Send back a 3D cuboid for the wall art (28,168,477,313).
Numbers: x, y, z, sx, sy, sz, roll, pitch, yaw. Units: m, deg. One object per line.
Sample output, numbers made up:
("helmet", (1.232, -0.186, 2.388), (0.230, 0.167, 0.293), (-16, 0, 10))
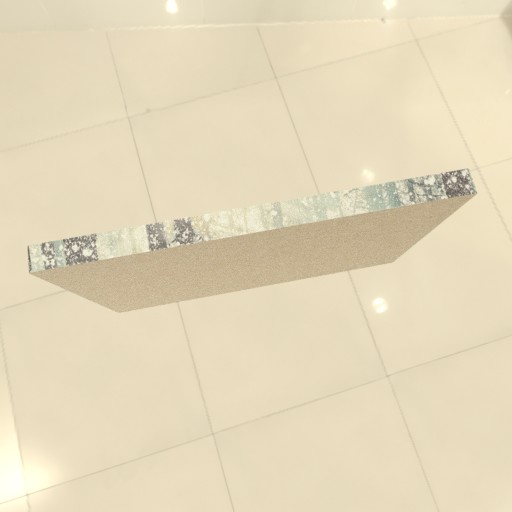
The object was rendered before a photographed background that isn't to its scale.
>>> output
("wall art", (0.000, 0.000, 0.796), (0.618, 0.398, 0.042), (-10, 75, -3))
